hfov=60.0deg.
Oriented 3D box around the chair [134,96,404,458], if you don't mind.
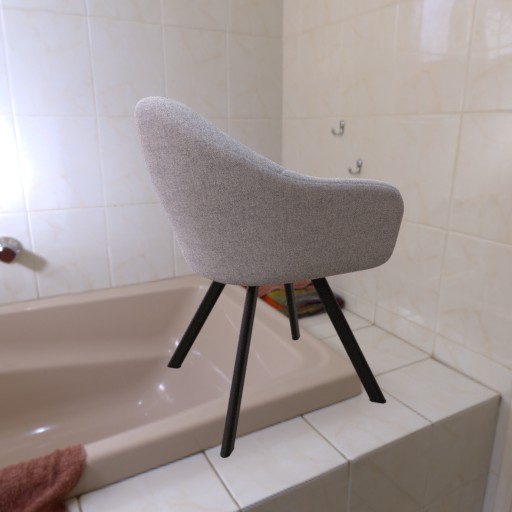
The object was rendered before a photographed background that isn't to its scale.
[{"bbox_3d":[0.000,0.000,1.172,0.570,0.780,0.540,-8,18,-25],"label":"chair"}]
